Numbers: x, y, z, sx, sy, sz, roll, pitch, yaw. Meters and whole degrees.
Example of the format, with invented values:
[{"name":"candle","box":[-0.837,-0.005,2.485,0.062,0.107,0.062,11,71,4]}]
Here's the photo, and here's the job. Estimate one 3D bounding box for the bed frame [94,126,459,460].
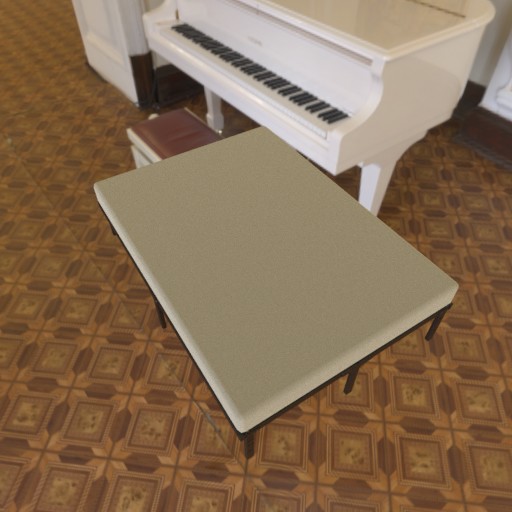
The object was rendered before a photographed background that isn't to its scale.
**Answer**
[{"name":"bed frame","box":[0.000,0.000,3.866,2.205,0.680,2.842,-19,50,-17]}]
